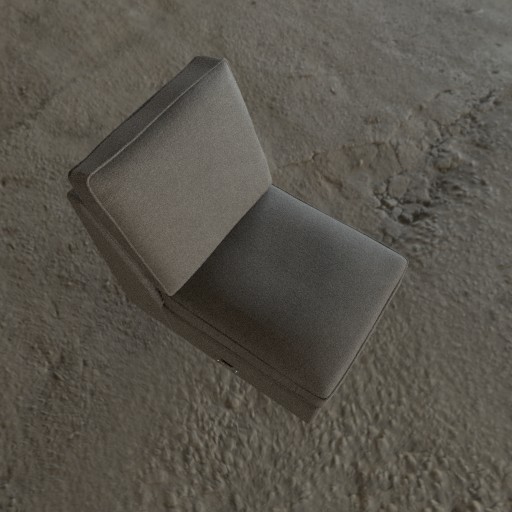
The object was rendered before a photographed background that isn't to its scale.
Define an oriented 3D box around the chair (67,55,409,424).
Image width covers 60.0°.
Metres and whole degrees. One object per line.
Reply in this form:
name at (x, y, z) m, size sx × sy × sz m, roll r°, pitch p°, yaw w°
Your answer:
chair at (0.000, 0.000, 1.558) m, size 0.938 × 0.970 × 0.621 m, roll 31°, pitch 64°, yaw 16°
